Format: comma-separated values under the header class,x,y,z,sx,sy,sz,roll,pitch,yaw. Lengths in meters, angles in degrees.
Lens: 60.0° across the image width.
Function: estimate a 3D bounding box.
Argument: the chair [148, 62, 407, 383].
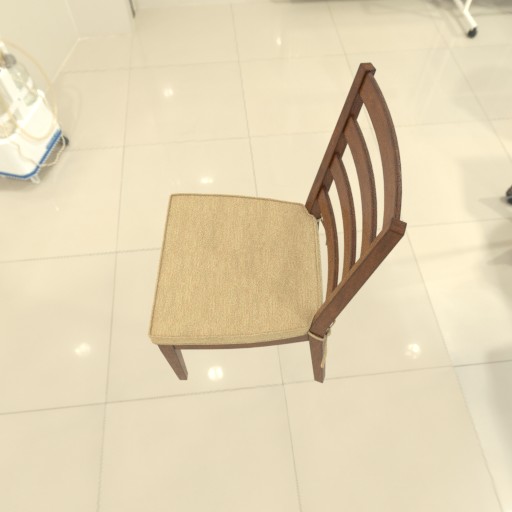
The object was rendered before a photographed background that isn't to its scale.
class,x,y,z,sx,sy,sz,roll,pitch,yaw
chair,0.000,0.000,1.346,0.595,0.979,0.593,1,58,1
